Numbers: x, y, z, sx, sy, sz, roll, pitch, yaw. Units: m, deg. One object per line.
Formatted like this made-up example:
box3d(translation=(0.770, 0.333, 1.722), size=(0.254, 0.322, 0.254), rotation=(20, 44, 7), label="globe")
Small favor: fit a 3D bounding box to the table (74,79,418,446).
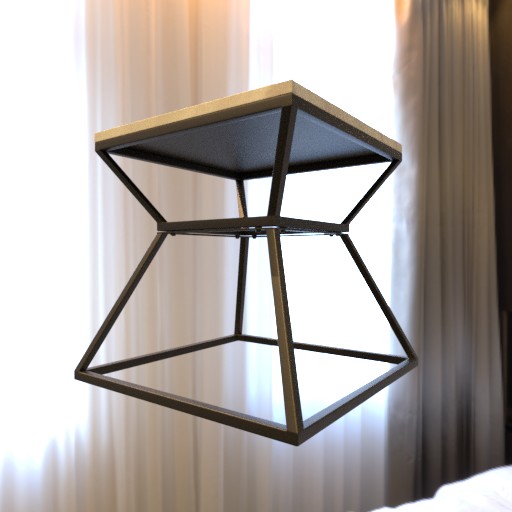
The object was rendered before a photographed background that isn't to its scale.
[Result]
box3d(translation=(0.000, 0.000, 0.819), size=(0.455, 0.431, 0.455), rotation=(0, 0, 37), label="table")
